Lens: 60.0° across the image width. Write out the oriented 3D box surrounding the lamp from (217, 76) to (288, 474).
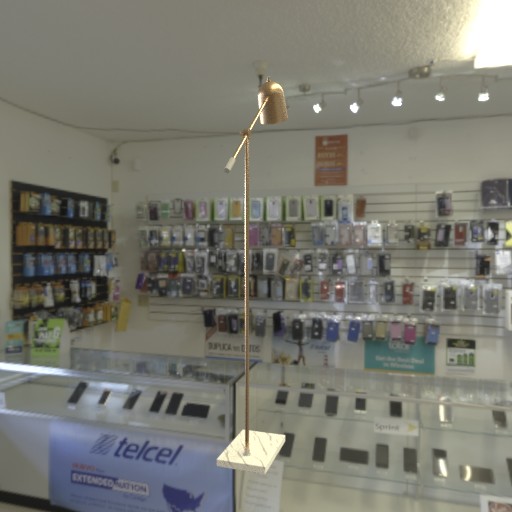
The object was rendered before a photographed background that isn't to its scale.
[{"bbox_3d":[0.000,0.000,1.820,0.194,1.594,0.653,0,1,18],"label":"lamp"}]
